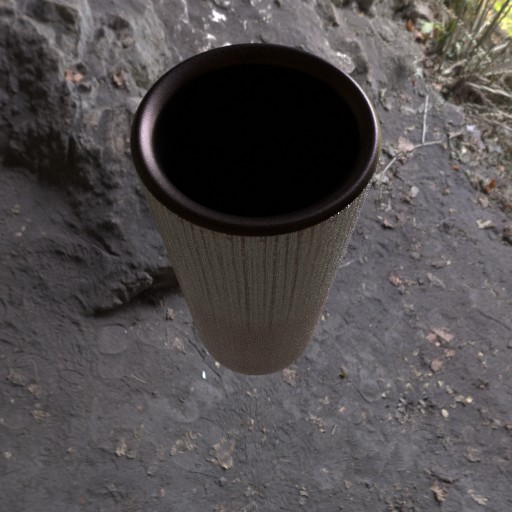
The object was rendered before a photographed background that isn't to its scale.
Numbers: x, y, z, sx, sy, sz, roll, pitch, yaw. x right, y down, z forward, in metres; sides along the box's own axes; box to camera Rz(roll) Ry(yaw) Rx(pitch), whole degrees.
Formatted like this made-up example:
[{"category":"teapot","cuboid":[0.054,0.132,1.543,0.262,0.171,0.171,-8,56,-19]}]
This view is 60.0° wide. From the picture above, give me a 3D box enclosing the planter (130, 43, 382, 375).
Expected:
[{"category":"planter","cuboid":[0.000,0.000,0.275,0.100,0.227,0.100,2,63,1]}]
